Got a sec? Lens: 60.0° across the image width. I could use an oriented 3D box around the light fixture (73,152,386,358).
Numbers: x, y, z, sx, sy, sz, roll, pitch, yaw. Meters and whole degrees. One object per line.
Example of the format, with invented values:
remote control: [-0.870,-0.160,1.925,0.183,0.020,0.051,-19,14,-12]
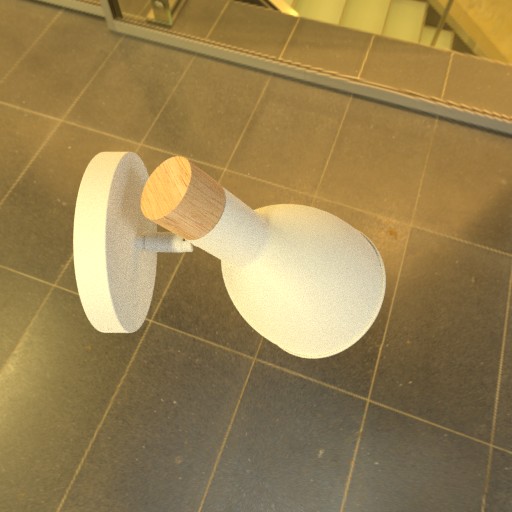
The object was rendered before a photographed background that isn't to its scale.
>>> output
light fixture: [0.000,0.000,0.333,0.209,0.199,0.127,0,64,0]
